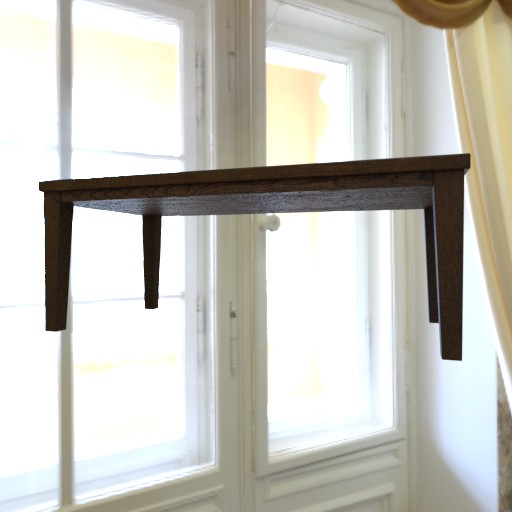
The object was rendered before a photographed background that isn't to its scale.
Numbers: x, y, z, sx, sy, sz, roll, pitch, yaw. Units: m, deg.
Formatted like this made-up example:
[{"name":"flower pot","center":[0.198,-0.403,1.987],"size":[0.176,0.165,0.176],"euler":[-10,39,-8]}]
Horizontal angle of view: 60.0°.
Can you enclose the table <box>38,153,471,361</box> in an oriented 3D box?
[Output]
[{"name":"table","center":[0.000,0.000,2.404],"size":[1.981,0.762,1.016],"euler":[0,1,19]}]
